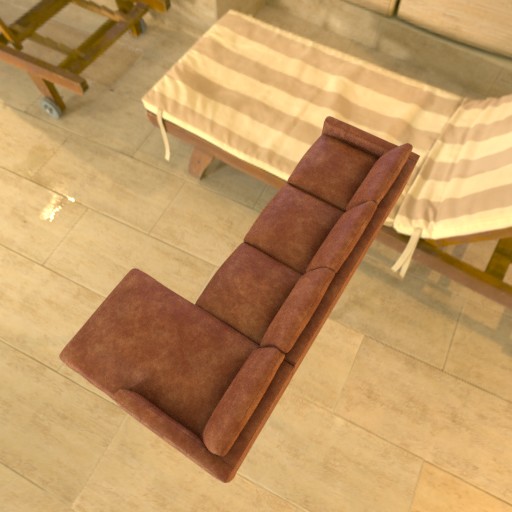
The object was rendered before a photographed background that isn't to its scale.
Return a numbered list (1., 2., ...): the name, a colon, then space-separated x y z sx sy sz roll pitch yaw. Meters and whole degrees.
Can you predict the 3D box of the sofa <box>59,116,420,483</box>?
1. sofa: 0.000 0.000 3.595 1.471 0.859 2.993 29 66 14
